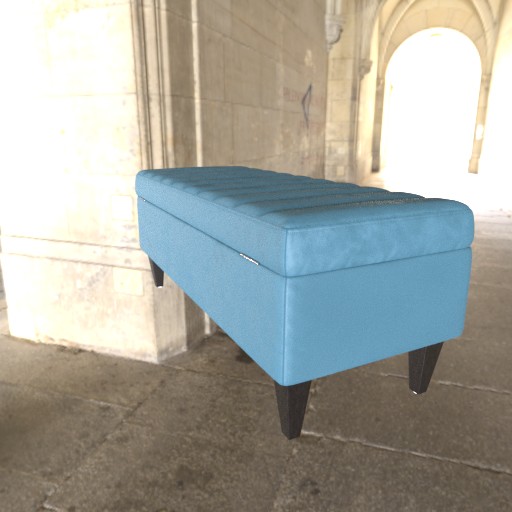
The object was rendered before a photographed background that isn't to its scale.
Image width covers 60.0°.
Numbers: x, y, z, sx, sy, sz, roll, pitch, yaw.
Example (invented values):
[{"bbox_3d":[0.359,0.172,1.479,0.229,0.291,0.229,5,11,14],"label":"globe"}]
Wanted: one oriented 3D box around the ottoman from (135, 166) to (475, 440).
[{"bbox_3d":[0.000,0.000,1.368,0.482,0.469,1.151,-8,17,-26],"label":"ottoman"}]
